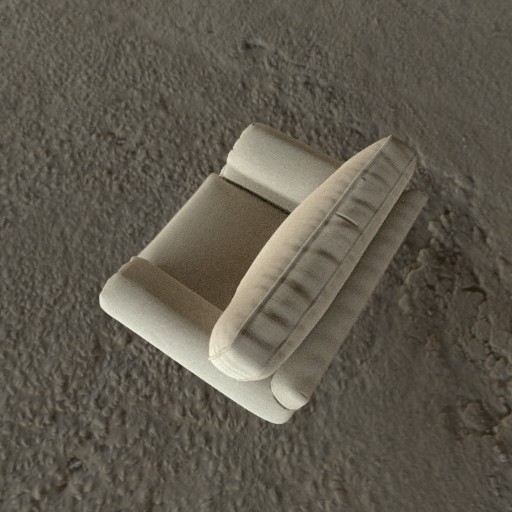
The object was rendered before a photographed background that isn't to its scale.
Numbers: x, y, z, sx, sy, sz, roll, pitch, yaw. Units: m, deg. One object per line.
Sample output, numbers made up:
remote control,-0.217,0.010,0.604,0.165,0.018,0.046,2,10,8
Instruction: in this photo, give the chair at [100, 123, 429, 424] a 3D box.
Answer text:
chair,0.000,0.000,1.867,0.965,0.961,1.092,31,67,15
